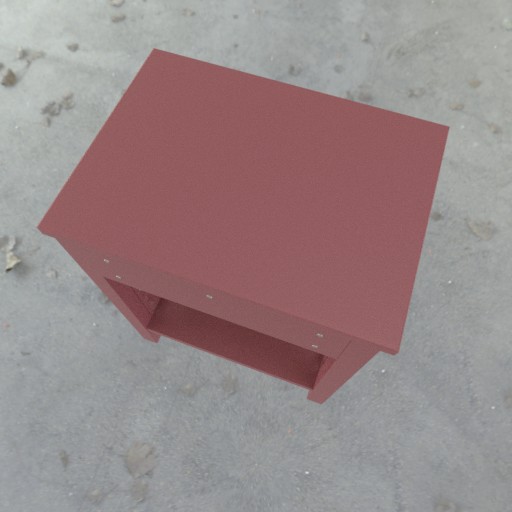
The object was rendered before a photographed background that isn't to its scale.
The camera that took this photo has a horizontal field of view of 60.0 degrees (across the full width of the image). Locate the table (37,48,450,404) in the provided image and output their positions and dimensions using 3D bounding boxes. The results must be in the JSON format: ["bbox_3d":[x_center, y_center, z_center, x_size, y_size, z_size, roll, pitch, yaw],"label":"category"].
[{"bbox_3d":[0.000,0.000,1.079,0.599,0.686,0.451,18,66,8],"label":"table"}]
